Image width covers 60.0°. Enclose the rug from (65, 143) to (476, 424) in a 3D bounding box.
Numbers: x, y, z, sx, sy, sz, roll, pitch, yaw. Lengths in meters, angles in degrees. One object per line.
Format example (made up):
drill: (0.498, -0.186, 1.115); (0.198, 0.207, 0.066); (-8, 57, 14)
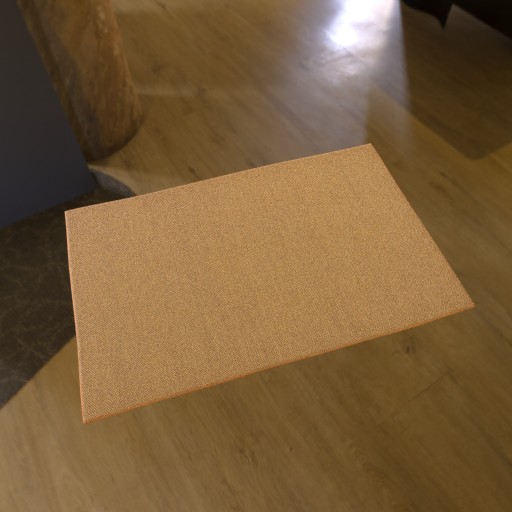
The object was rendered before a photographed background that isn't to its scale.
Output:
rug: (0.000, 0.000, 2.071); (1.678, 0.013, 1.078); (-14, 58, -9)
